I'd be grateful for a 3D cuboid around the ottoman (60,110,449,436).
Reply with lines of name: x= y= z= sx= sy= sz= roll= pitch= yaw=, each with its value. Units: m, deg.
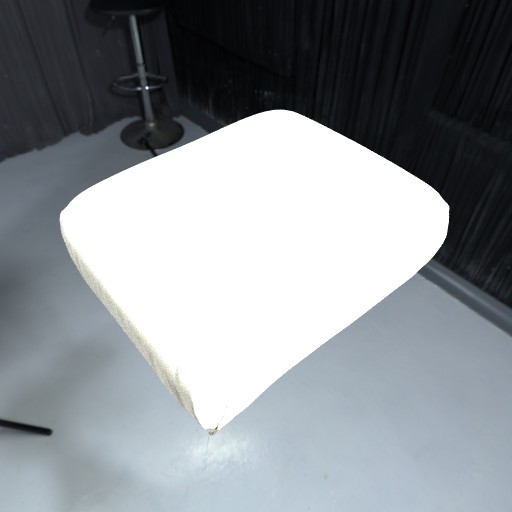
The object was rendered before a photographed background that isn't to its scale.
ottoman: x=0.000 y=0.000 z=1.117 sx=0.747 sy=0.450 sz=0.622 roll=-31 pitch=54 yaw=-27
